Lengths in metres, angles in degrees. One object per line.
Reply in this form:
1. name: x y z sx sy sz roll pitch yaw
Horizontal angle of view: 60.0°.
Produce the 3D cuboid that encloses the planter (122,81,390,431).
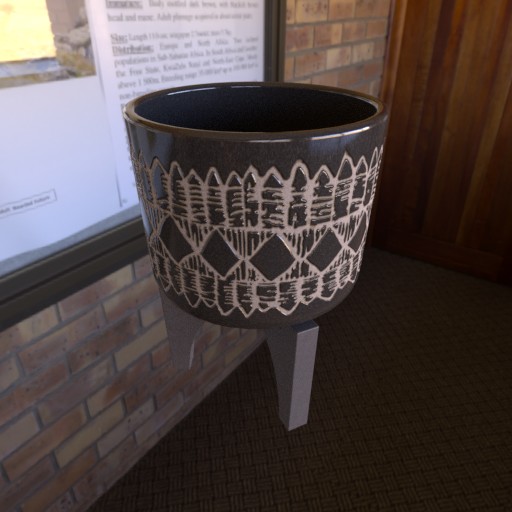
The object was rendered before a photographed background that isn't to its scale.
1. planter: 0.000 0.000 0.264 0.129 0.177 0.129 0 30 0
